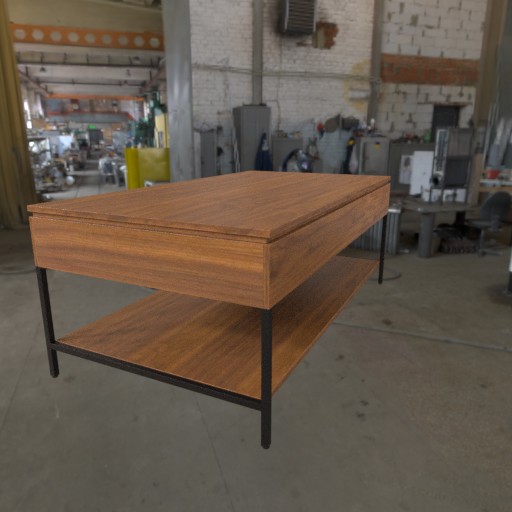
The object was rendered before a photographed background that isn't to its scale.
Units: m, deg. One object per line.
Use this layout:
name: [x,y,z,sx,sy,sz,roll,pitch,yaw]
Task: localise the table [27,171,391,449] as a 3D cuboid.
table: [0.000,0.000,1.339,0.574,0.414,1.057,7,17,25]
